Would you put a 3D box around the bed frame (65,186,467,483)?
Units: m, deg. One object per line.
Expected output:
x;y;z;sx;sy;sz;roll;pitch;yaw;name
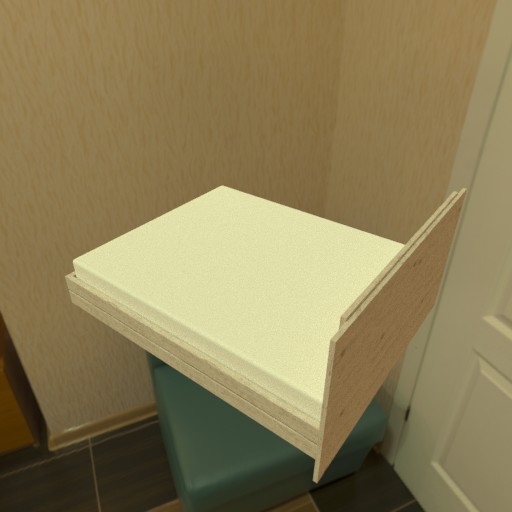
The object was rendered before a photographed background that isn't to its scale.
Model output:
0.000;0.000;3.045;2.080;0.970;1.750;22;39;30;bed frame
